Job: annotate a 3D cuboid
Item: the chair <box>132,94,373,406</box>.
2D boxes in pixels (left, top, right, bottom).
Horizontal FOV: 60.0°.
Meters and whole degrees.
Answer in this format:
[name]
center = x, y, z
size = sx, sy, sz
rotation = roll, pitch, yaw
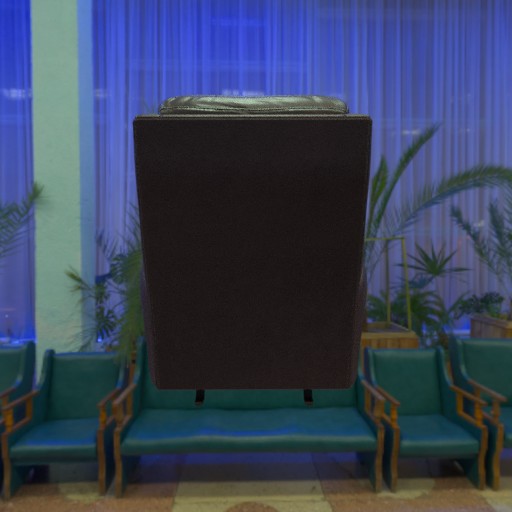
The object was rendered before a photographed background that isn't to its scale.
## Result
[chair]
center = 0.000, 0.000, 1.798
size = 0.829, 1.030, 1.080
rotation = 0, 1, 0
